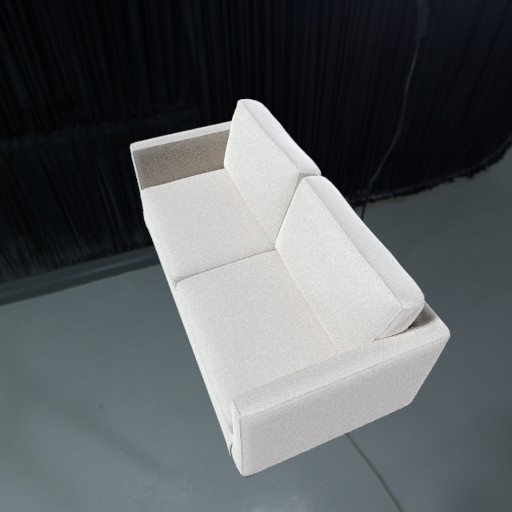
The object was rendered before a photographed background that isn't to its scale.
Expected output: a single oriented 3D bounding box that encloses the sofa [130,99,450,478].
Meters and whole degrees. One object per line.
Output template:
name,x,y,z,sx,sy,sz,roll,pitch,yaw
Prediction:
sofa,0.000,0.000,2.221,0.873,0.888,1.722,-17,49,-15
